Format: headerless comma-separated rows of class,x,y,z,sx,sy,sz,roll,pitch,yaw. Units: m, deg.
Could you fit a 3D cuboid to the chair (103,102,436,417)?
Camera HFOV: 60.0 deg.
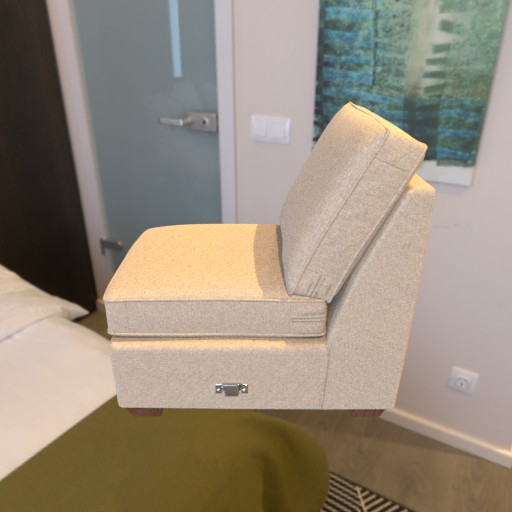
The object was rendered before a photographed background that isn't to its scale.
chair,0.000,0.000,1.689,1.020,1.058,0.674,0,25,0
